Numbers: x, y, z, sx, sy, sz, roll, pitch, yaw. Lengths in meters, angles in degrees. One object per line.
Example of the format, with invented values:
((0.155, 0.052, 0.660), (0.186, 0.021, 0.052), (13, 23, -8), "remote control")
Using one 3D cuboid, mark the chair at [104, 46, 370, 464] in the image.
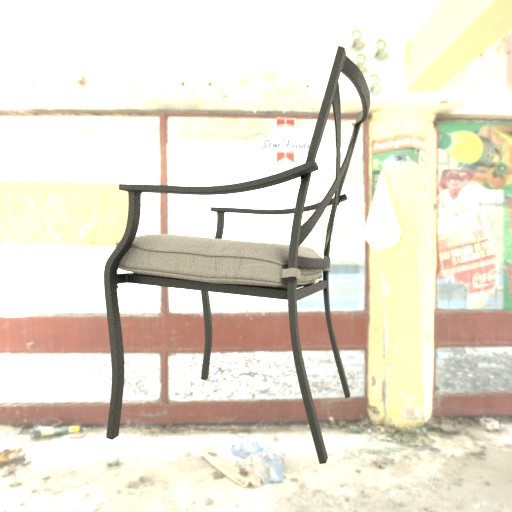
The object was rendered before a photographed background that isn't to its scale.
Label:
((0.000, 0.000, 1.248), (0.620, 0.889, 0.575), (0, 0, 18), "chair")
